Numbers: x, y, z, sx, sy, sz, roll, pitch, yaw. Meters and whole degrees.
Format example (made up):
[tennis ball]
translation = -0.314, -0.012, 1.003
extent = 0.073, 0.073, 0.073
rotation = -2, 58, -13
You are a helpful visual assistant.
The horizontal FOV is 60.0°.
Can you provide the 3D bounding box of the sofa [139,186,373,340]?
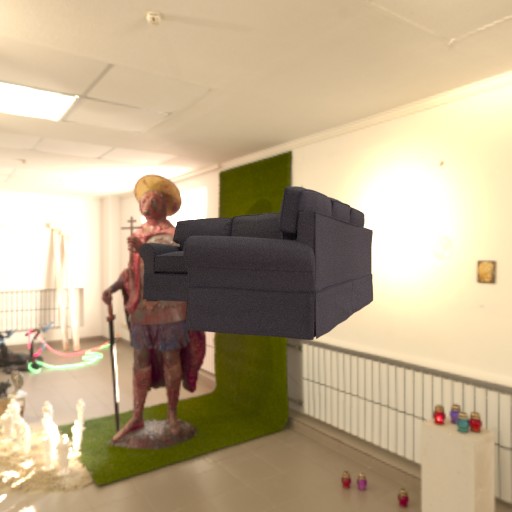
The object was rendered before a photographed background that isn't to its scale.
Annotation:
[sofa]
translation = 0.000, 0.000, 5.063
extent = 2.874, 1.169, 3.773
rotation = 0, 1, -36
